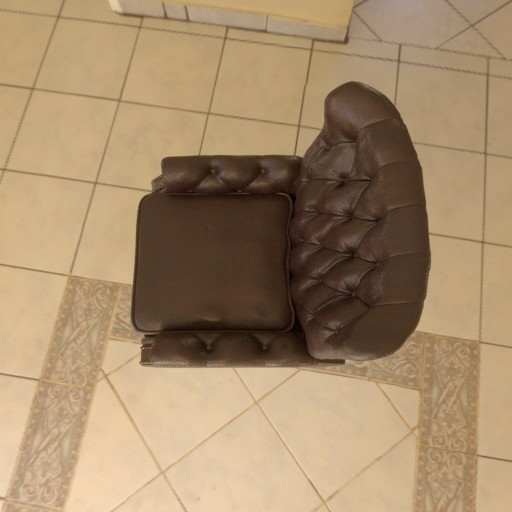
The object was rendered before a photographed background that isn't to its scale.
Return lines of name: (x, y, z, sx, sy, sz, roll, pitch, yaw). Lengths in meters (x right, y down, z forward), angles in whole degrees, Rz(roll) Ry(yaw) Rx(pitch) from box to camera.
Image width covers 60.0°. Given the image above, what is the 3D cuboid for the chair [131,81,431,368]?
chair: (0.000, 0.000, 1.449, 0.823, 0.864, 0.709, 0, 74, 0)
